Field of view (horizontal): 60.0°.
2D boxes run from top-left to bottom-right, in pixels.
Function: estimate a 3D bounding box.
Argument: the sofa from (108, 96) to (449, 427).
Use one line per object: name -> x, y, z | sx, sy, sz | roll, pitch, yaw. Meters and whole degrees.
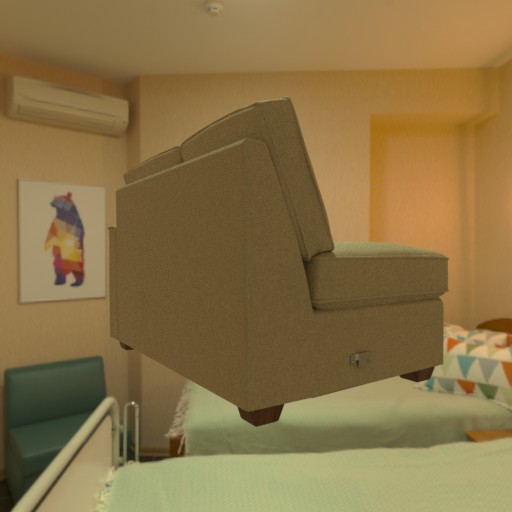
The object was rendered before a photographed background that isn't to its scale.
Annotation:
sofa -> 0.000, 0.000, 2.063 | 0.991, 0.989, 1.388 | 0, 1, -34
